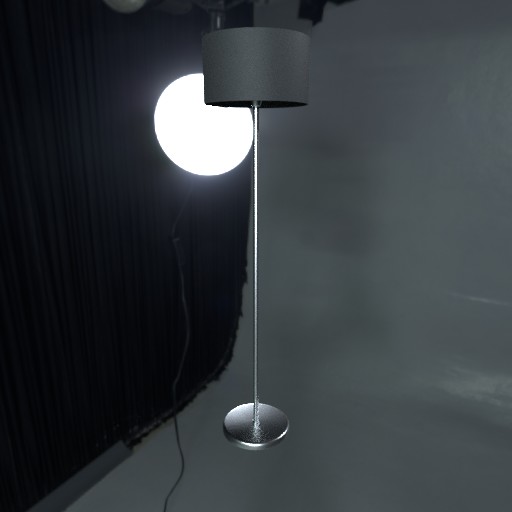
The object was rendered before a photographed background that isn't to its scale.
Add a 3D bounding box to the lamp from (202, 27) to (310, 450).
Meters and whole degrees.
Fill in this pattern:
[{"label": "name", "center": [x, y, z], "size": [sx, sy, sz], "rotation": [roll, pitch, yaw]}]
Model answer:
[{"label": "lamp", "center": [0.000, 0.000, 1.618], "size": [0.348, 1.443, 0.348], "rotation": [7, 16, 26]}]
